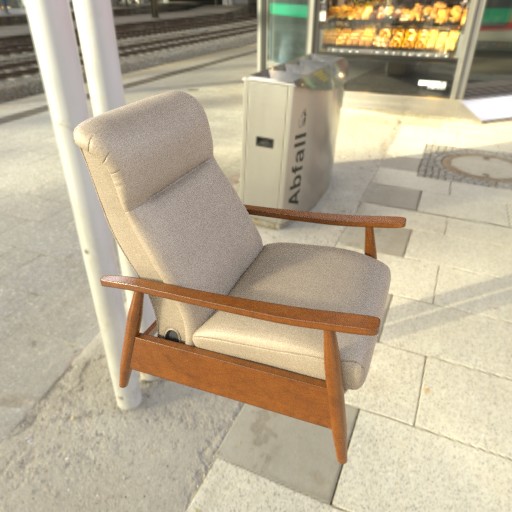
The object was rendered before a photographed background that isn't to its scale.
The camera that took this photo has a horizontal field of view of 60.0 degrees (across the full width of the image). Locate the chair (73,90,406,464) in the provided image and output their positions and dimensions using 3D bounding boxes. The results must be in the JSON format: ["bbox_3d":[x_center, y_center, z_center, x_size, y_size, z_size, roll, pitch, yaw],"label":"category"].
[{"bbox_3d":[0.000,0.000,1.724,1.032,1.082,0.762,12,33,19],"label":"chair"}]
